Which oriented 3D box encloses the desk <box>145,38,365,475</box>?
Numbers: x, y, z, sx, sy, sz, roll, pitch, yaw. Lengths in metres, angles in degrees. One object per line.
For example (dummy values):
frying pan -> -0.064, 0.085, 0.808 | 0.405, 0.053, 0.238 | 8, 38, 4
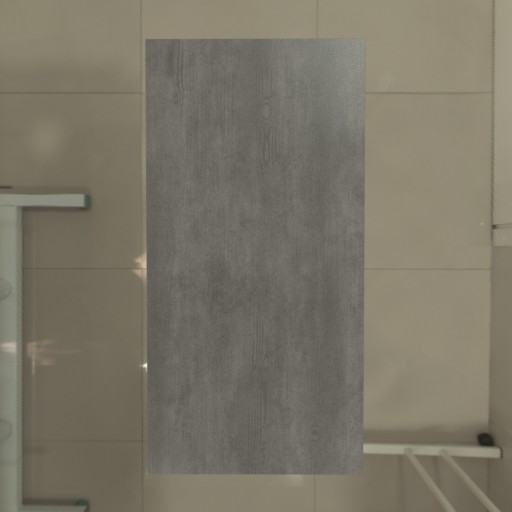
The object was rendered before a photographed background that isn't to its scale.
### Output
desk -> 0.000, 0.000, 1.590 | 0.600, 0.740, 1.200 | 0, 91, 0
